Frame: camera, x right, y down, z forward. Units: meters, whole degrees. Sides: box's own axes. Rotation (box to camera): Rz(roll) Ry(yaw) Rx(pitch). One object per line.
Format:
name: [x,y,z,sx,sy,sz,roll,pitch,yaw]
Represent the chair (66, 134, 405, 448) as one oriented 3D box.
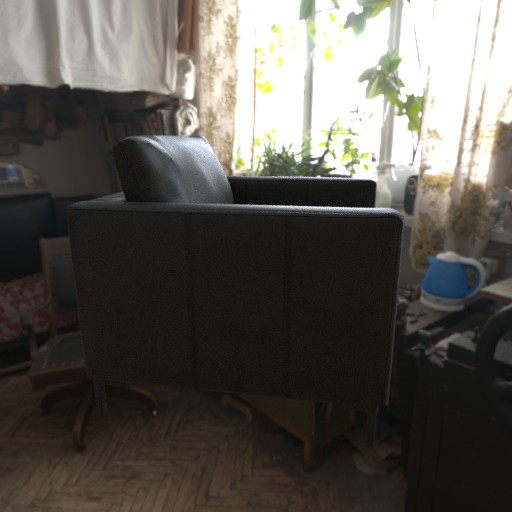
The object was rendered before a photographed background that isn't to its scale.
chair: [0.000,0.000,1.491,0.861,0.824,0.967,3,16,10]
